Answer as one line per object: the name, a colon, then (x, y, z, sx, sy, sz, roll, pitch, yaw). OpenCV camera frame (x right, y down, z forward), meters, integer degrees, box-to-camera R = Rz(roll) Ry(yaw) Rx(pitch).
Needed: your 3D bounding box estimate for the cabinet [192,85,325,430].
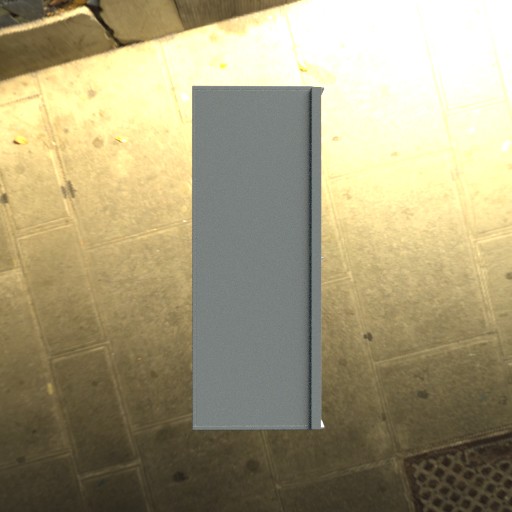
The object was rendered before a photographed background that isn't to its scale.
cabinet: (0.000, 0.000, 2.680, 0.480, 2.160, 1.250, 0, 90, 0)
